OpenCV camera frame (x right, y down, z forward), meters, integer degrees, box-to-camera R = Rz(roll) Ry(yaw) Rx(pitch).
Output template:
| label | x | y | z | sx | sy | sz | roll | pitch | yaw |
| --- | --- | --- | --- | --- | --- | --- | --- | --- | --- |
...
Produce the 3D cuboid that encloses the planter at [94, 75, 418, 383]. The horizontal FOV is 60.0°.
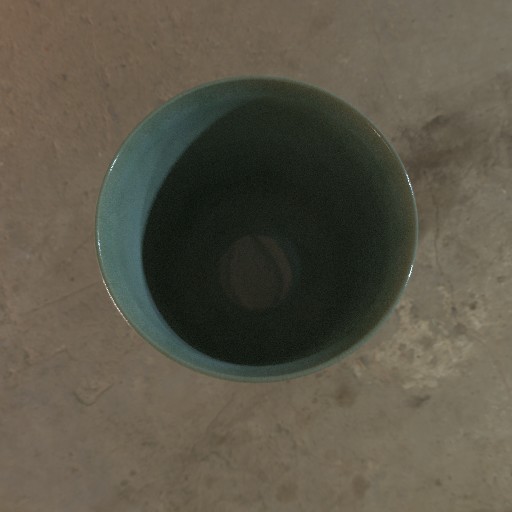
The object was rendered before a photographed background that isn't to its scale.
| label | x | y | z | sx | sy | sz | roll | pitch | yaw |
| --- | --- | --- | --- | --- | --- | --- | --- | --- | --- |
| planter | 0.000 | 0.000 | 0.493 | 0.266 | 0.270 | 0.266 | 0 | 75 | 0 |
